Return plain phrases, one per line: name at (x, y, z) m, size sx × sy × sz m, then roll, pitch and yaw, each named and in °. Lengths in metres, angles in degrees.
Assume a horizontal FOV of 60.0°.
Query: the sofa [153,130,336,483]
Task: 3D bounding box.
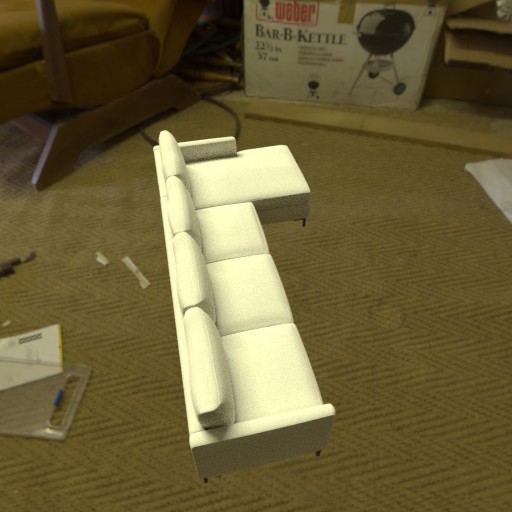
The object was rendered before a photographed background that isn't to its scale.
sofa at (0.000, 0.000, 2.895) m, size 1.126 × 0.677 × 2.445 m, roll -9°, pitch 47°, yaw -9°
